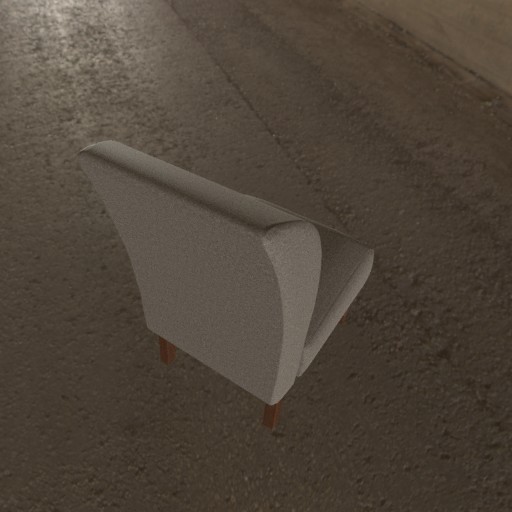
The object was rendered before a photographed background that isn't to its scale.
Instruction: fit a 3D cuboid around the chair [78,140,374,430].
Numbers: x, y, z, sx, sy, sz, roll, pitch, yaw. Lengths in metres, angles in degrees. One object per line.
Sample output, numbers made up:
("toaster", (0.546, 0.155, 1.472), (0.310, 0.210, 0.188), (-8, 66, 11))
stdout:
("chair", (0.000, 0.000, 1.212), (0.513, 0.804, 0.592), (25, 50, 22))
